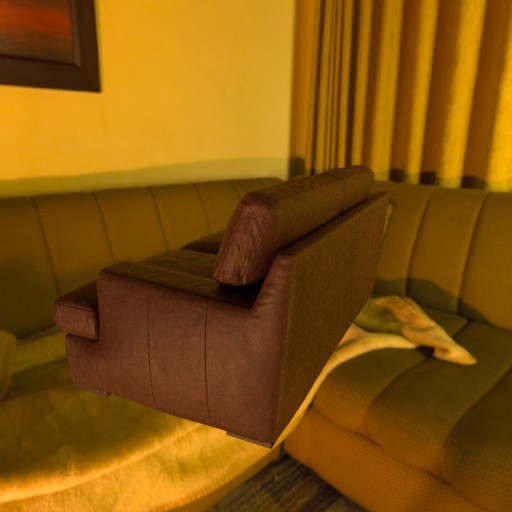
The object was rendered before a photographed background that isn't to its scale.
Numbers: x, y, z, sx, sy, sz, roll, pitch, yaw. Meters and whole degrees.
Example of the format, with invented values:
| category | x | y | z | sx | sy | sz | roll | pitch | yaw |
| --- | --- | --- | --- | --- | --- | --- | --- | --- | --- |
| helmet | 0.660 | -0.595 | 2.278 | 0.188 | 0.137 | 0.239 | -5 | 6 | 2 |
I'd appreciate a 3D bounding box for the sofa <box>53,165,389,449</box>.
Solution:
| category | x | y | z | sx | sy | sz | roll | pitch | yaw |
| --- | --- | --- | --- | --- | --- | --- | --- | --- | --- |
| sofa | 0.000 | 0.000 | 2.476 | 1.143 | 0.939 | 1.880 | 7 | 17 | 24 |
